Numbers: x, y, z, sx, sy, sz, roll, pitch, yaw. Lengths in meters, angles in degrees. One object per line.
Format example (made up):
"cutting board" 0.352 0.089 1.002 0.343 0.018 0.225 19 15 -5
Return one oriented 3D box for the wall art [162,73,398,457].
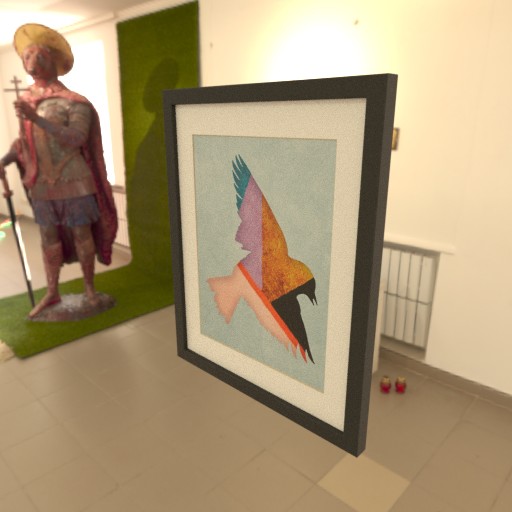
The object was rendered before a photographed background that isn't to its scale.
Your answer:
"wall art" 0.000 0.000 0.768 0.457 0.558 0.028 15 23 41
